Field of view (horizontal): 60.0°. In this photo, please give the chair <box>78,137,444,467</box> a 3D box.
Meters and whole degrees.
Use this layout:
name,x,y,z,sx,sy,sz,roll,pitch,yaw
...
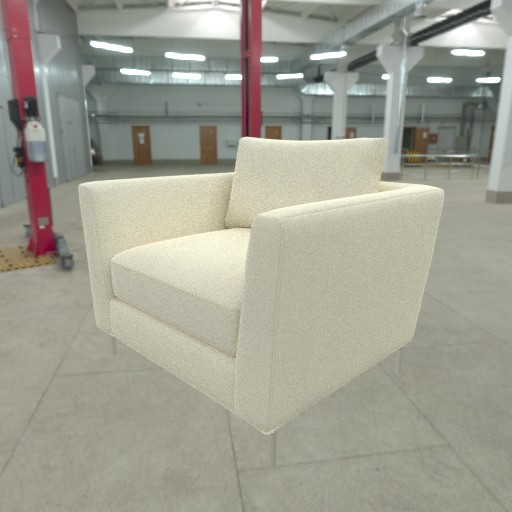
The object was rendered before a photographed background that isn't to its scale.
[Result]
name,x,y,z,sx,sy,sz,roll,pitch,yaw
chair,0.000,0.000,1.664,0.889,0.865,1.041,-14,21,-43
